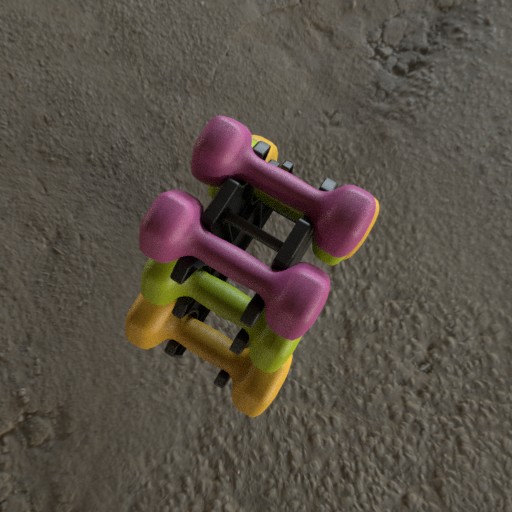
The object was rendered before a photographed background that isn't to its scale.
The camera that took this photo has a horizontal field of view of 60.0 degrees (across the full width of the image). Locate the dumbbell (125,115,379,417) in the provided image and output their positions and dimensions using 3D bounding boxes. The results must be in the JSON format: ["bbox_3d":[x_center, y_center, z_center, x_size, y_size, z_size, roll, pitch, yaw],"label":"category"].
[{"bbox_3d":[0.000,0.000,0.470,0.190,0.271,0.300,31,79,7],"label":"dumbbell"}]
